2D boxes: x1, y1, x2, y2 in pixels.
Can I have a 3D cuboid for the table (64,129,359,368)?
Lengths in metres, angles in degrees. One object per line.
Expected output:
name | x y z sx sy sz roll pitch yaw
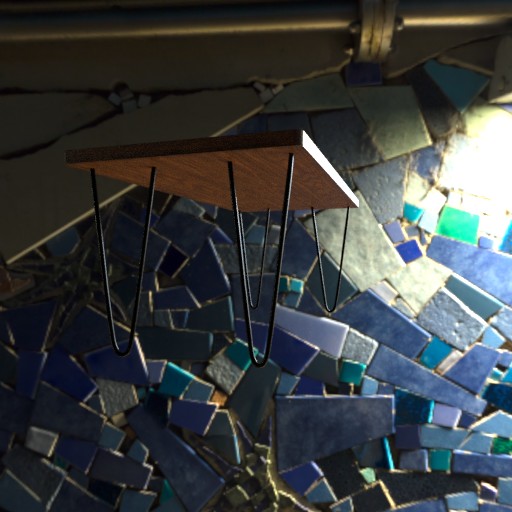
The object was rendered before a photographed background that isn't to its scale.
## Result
table | 0.000 0.000 2.302 0.883 0.753 1.791 0 0 18
